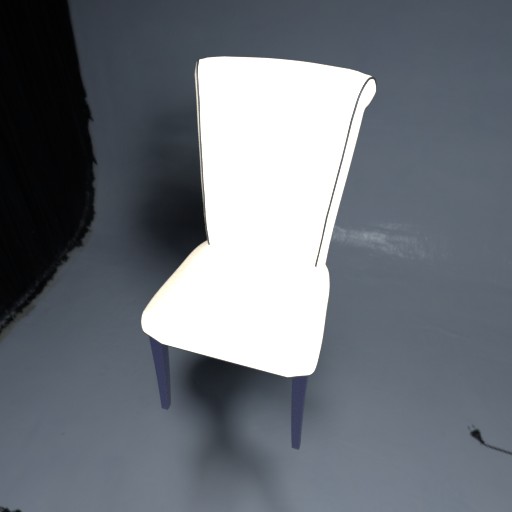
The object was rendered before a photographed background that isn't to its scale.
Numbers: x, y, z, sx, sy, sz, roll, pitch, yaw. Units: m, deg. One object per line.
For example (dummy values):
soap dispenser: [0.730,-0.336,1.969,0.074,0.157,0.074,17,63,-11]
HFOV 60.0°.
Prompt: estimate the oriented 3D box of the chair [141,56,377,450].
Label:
chair: [0.000,0.000,1.368,0.522,0.997,0.623,12,42,13]
